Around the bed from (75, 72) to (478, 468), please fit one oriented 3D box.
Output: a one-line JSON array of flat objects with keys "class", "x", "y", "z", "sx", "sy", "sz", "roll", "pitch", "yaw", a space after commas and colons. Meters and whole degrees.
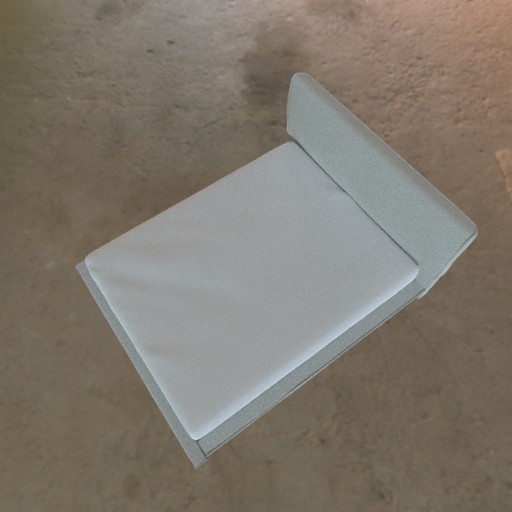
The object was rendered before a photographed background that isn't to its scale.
[{"class": "bed", "x": 0.000, "y": 0.000, "z": 3.560, "sx": 2.498, "sy": 1.126, "sz": 1.980, "roll": -33, "pitch": 67, "yaw": -16}]
